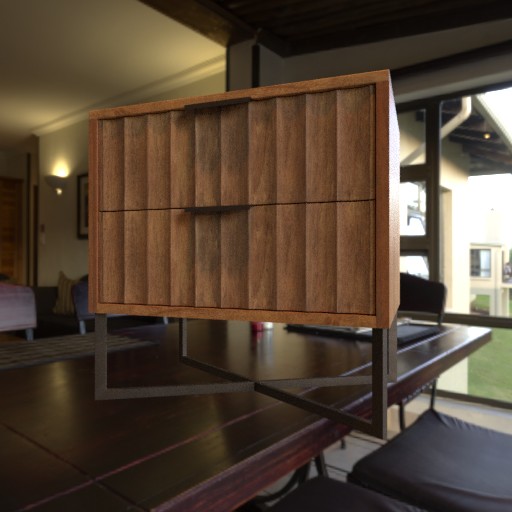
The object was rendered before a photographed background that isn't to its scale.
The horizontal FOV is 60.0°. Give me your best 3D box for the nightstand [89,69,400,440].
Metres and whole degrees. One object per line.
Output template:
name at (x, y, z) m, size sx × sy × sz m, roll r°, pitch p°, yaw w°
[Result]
nightstand at (0.000, 0.000, 1.021) m, size 0.613 × 0.615 × 0.427 m, roll 0°, pitch 0°, yaw 20°
